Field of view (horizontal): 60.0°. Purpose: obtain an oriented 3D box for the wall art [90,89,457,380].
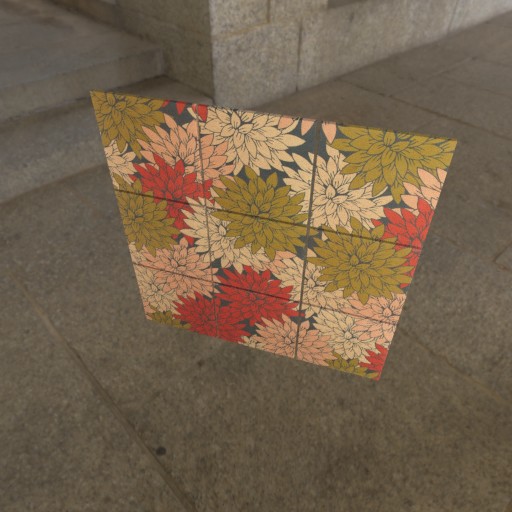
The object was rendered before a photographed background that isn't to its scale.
[{"bbox_3d":[0.000,0.000,1.356,0.904,0.913,0.013,12,43,13],"label":"wall art"}]
